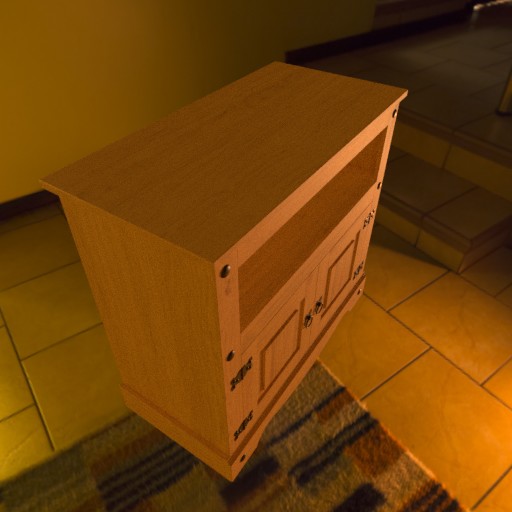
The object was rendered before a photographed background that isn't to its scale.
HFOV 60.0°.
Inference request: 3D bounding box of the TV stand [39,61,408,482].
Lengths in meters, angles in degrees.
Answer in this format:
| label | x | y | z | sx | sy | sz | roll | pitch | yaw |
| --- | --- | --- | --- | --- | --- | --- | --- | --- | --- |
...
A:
| label | x | y | z | sx | sy | sz | roll | pitch | yaw |
| --- | --- | --- | --- | --- | --- | --- | --- | --- | --- |
| TV stand | 0.000 | 0.000 | 1.281 | 0.430 | 0.787 | 0.851 | 24 | 46 | 25 |
